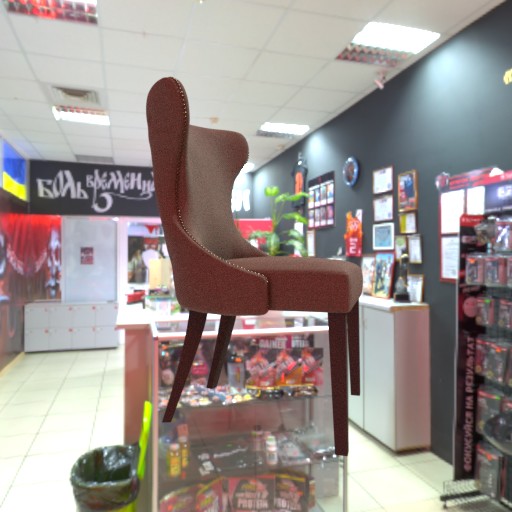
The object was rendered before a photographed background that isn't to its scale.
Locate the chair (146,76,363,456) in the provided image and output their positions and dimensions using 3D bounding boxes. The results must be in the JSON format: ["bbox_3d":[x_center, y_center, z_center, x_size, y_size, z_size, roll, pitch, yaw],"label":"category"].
[{"bbox_3d":[0.000,0.000,1.400,0.635,0.967,0.628,0,0,17],"label":"chair"}]
